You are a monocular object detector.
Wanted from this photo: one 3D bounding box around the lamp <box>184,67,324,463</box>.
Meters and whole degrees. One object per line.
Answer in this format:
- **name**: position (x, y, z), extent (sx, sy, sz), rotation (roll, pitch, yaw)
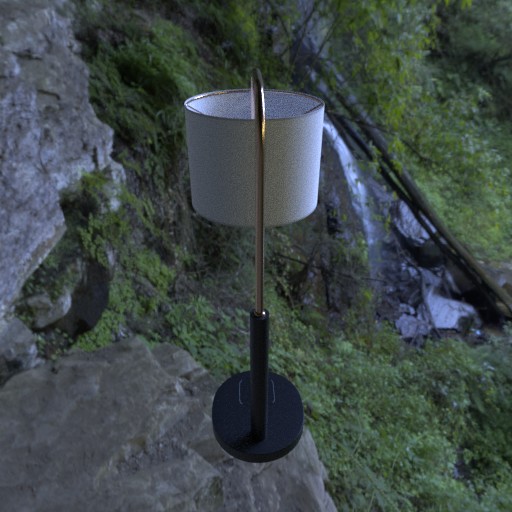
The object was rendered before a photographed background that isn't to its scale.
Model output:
- **lamp**: position (0.000, 0.000, 0.687), extent (0.199, 0.540, 0.337), rotation (-1, 31, -2)
